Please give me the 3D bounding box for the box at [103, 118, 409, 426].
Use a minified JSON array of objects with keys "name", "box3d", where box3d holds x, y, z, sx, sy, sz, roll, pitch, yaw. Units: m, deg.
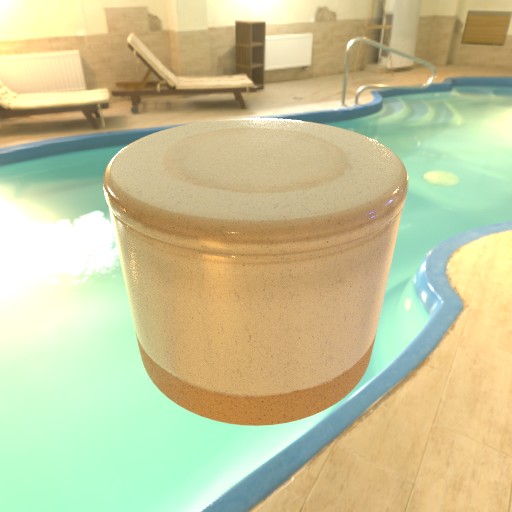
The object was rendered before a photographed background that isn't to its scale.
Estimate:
[{"name":"box","box3d":[0.000,0.000,0.262,0.154,0.123,0.154,0,32,0]}]
